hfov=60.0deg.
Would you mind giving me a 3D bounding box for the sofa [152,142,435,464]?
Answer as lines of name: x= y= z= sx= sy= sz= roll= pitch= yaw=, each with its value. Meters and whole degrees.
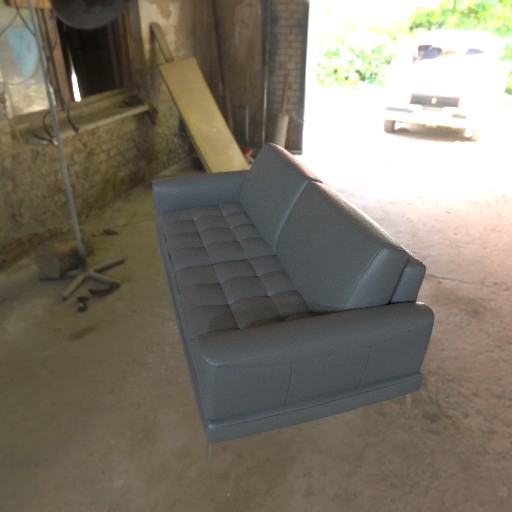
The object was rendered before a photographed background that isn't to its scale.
sofa: x=0.000 y=0.000 z=2.772 sx=1.121 sy=0.930 sz=2.177 roll=-9 pitch=31 yaw=-15
